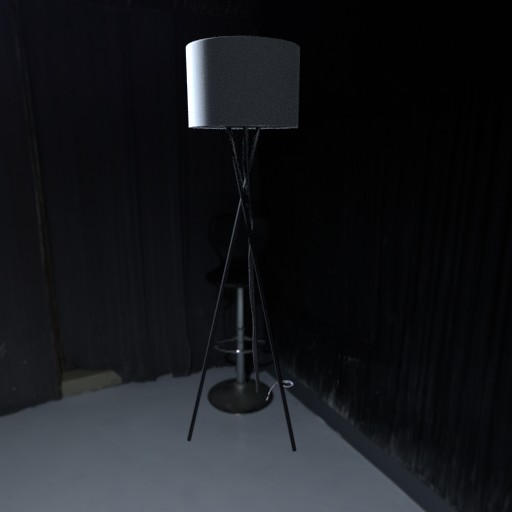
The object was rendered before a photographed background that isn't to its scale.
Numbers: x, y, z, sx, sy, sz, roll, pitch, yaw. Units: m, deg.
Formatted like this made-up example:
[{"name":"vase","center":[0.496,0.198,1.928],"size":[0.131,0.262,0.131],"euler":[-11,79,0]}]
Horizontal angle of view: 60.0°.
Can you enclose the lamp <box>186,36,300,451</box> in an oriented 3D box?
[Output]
[{"name":"lamp","center":[0.000,0.000,1.885],"size":[0.667,1.624,0.522],"euler":[-7,16,-25]}]
